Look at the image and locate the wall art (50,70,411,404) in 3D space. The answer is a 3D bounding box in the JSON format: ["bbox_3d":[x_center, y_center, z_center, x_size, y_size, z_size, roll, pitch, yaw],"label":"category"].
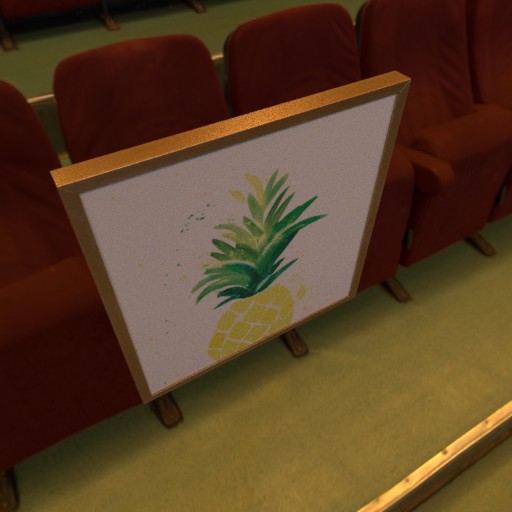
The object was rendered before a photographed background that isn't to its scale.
[{"bbox_3d":[0.000,0.000,0.753,0.510,0.509,0.033,-23,50,-21],"label":"wall art"}]
